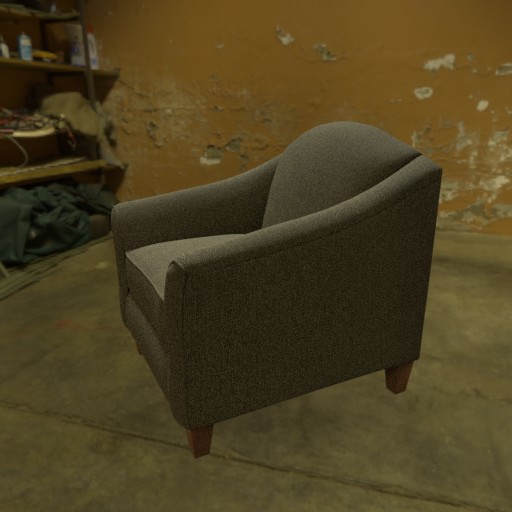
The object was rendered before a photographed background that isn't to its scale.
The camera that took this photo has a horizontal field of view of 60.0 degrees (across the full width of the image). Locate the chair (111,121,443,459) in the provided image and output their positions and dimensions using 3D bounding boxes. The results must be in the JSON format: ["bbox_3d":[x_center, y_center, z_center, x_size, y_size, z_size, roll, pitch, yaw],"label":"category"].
[{"bbox_3d":[0.000,0.000,1.446,0.787,0.839,0.763,-9,19,-26],"label":"chair"}]
